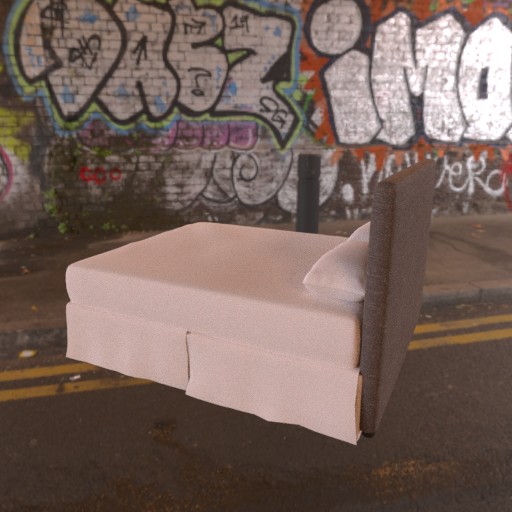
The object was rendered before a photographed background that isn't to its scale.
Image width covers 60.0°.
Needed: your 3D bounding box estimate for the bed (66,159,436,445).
[{"bbox_3d":[0.000,0.000,3.157,2.142,1.330,1.723,8,18,26],"label":"bed"}]
